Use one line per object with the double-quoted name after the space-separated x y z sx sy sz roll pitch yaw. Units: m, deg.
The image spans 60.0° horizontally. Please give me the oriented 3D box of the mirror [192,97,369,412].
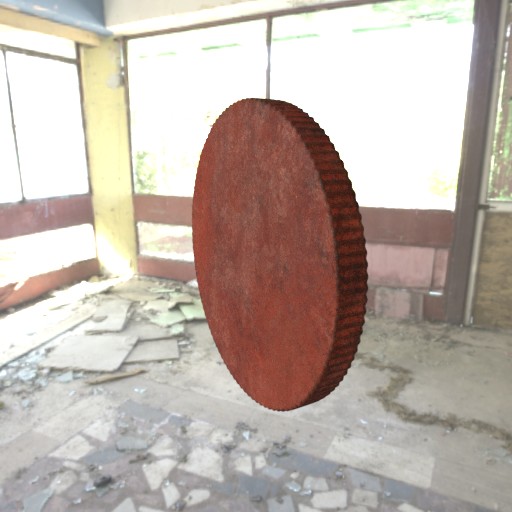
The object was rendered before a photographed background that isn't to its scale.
0.000 0.000 0.908 0.056 0.609 0.609 -7 15 -27 "mirror"
